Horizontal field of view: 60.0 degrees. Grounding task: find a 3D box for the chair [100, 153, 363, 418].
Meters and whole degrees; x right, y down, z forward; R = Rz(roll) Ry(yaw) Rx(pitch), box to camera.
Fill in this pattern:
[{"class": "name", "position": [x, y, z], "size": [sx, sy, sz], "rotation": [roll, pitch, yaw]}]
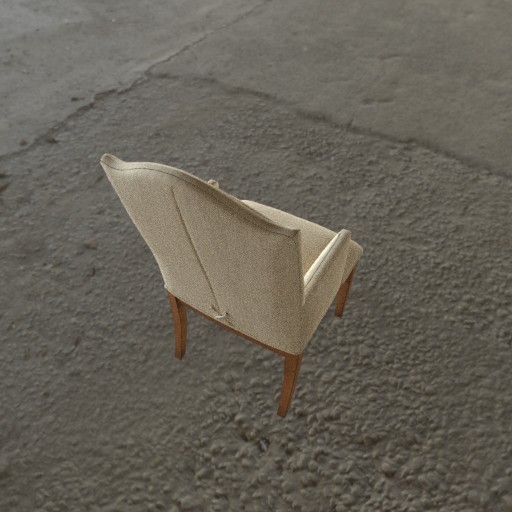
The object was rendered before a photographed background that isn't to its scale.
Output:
[{"class": "chair", "position": [0.000, 0.000, 1.403], "size": [0.533, 1.016, 0.641], "rotation": [23, 51, 21]}]
